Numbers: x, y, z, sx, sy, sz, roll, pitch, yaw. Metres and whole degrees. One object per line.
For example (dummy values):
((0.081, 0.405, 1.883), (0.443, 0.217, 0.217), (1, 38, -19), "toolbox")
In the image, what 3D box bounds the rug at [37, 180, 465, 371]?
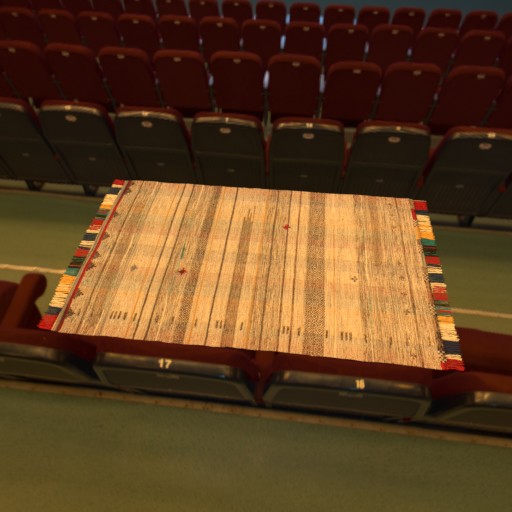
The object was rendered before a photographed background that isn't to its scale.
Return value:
((0.000, 0.000, 2.985), (2.465, 0.012, 1.465), (5, 47, 4), "rug")
